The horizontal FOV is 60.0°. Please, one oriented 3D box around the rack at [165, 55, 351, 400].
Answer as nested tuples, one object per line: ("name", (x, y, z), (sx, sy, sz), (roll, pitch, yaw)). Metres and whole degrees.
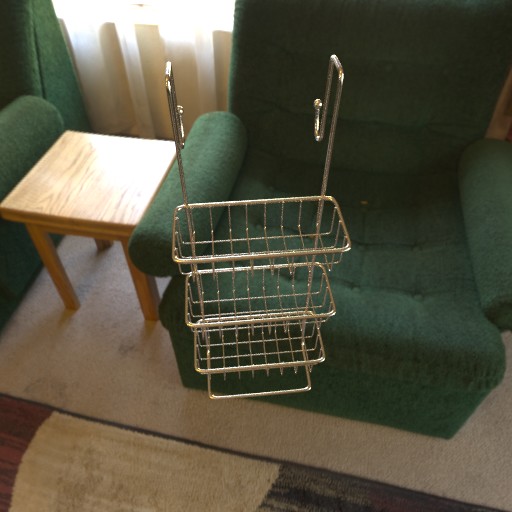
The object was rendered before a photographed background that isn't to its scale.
("rack", (0.000, 0.000, 0.691), (0.228, 0.574, 0.202), (-4, 47, -4))
